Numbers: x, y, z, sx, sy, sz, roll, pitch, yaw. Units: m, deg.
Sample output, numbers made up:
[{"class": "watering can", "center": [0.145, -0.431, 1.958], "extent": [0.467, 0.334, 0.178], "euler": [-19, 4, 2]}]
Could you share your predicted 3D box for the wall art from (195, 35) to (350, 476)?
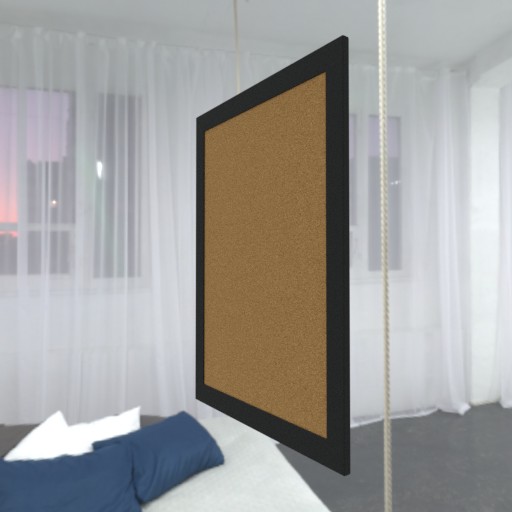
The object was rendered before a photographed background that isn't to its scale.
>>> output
[{"class": "wall art", "center": [0.000, 0.000, 0.685], "extent": [0.012, 0.529, 0.374], "euler": [1, -1, -36]}]
